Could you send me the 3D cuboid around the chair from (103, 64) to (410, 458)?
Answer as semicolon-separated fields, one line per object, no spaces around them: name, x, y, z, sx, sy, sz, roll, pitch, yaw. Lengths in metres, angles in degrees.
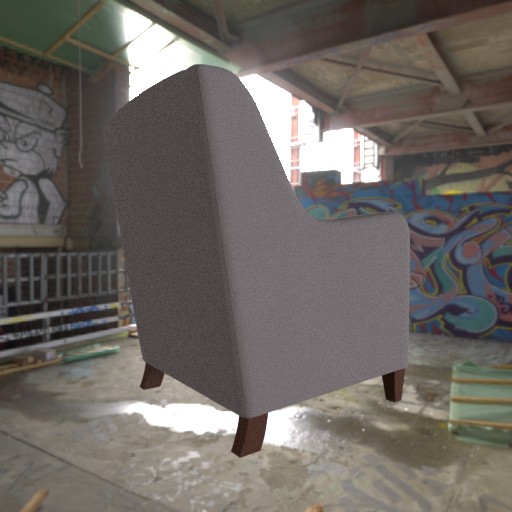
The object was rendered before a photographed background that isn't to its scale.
chair;0.000;0.000;1.578;0.863;1.010;0.715;-2;3;-36
